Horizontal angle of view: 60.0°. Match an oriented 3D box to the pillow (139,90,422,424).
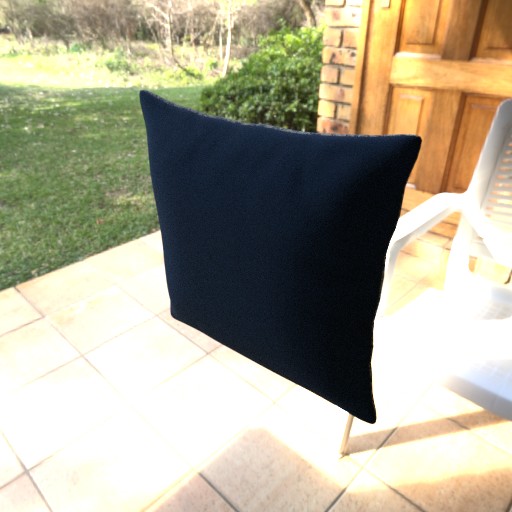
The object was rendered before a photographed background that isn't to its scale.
[{"bbox_3d":[0.000,0.000,0.788,0.523,0.510,0.166,21,36,32],"label":"pillow"}]
